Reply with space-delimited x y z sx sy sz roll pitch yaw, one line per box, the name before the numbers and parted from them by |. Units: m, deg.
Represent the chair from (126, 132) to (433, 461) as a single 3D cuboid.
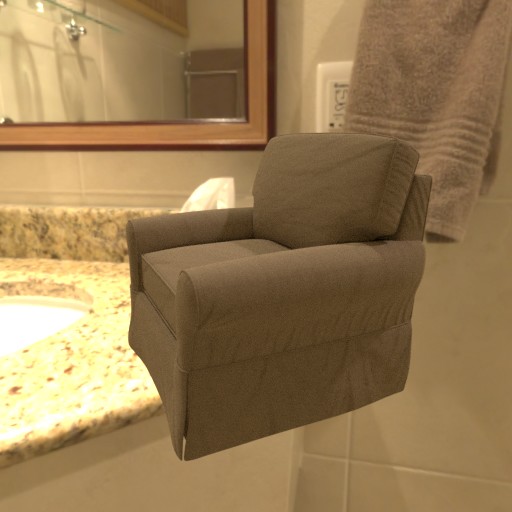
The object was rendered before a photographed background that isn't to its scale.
chair | 0.000 0.000 1.892 0.988 1.017 1.135 -7 16 -24
